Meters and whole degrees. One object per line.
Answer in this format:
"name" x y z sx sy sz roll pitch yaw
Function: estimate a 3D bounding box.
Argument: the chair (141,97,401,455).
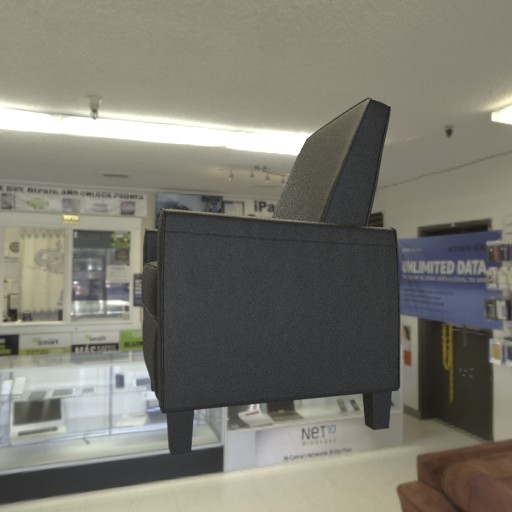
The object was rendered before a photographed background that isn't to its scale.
"chair" 0.000 0.000 1.519 0.746 1.013 0.705 0 -2 -18
